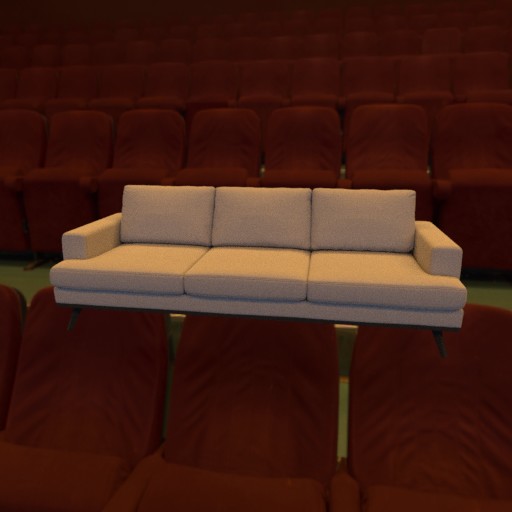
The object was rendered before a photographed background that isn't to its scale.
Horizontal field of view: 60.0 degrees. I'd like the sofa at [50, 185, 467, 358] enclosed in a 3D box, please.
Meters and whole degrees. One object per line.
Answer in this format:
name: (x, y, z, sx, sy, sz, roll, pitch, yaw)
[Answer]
sofa: (0.000, 0.000, 2.820, 2.310, 0.810, 0.920, 2, 16, 9)
